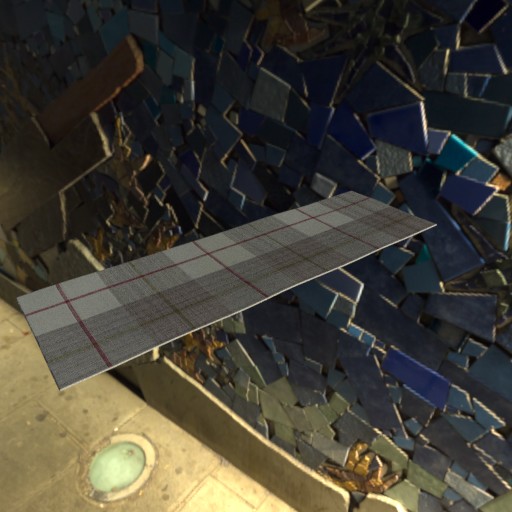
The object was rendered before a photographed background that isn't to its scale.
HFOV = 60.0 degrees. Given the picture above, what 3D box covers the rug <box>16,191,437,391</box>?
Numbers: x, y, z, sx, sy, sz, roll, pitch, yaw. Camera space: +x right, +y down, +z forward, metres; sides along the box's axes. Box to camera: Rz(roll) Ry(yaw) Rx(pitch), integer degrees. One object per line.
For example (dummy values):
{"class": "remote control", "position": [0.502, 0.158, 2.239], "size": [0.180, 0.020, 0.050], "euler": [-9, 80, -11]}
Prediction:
{"class": "rug", "position": [0.000, 0.000, 2.588], "size": [2.439, 0.013, 0.762], "euler": [-20, 35, -31]}
